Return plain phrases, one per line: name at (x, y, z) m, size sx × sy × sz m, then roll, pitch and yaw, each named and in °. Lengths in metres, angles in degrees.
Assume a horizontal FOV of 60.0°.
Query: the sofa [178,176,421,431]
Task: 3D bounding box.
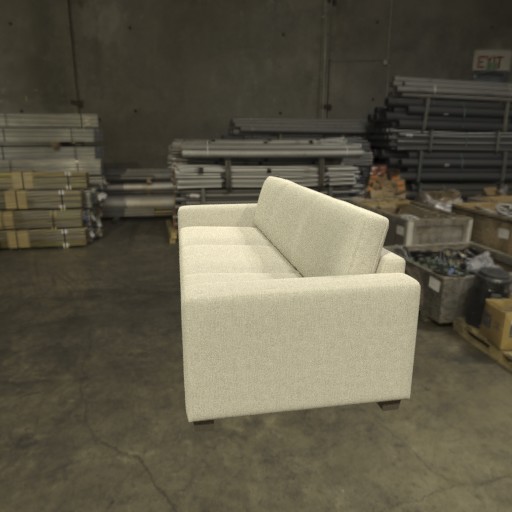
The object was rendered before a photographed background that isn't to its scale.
sofa at (0.000, 0.000, 2.636) m, size 0.900 × 0.800 × 2.160 m, roll -3°, pitch 15°, yaw -10°
